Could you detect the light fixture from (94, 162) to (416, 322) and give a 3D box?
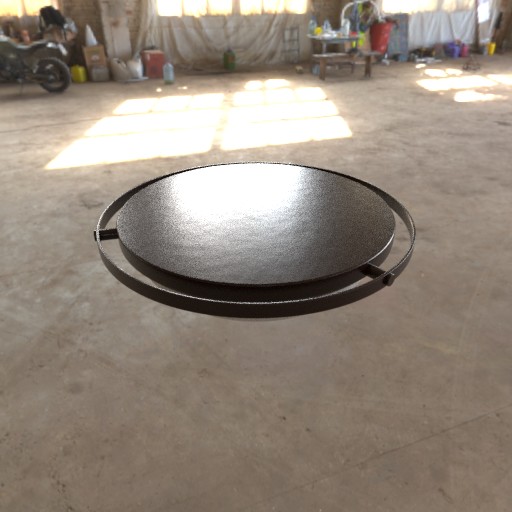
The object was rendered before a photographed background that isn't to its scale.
[{"bbox_3d":[0.000,0.000,0.554,0.361,0.130,0.361,0,31,0],"label":"light fixture"}]
